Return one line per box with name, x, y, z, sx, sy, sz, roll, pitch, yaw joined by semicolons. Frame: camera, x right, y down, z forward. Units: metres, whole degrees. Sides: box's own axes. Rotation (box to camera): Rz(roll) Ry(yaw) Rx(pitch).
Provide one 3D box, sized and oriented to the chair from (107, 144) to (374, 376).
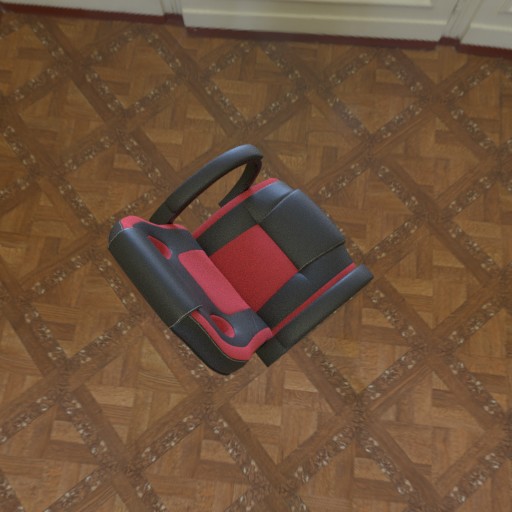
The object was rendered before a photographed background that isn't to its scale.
chair;0.000;0.000;1.621;0.724;1.187;0.673;-39;78;-10
